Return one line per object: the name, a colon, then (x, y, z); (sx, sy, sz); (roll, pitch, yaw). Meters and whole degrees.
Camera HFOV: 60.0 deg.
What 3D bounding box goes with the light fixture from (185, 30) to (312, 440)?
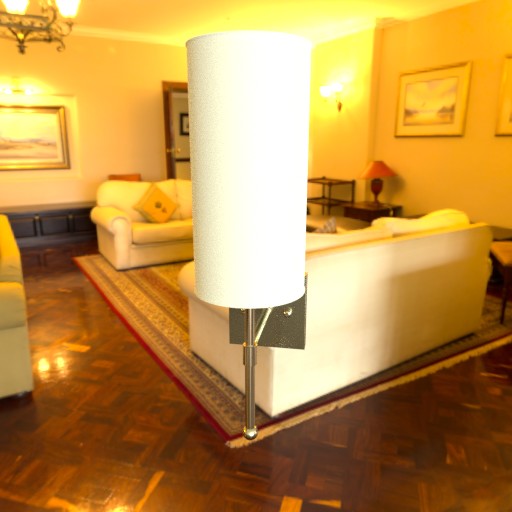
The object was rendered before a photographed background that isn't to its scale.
light fixture: (0.000, 0.000, 0.546); (0.128, 0.462, 0.208); (3, 15, 10)
